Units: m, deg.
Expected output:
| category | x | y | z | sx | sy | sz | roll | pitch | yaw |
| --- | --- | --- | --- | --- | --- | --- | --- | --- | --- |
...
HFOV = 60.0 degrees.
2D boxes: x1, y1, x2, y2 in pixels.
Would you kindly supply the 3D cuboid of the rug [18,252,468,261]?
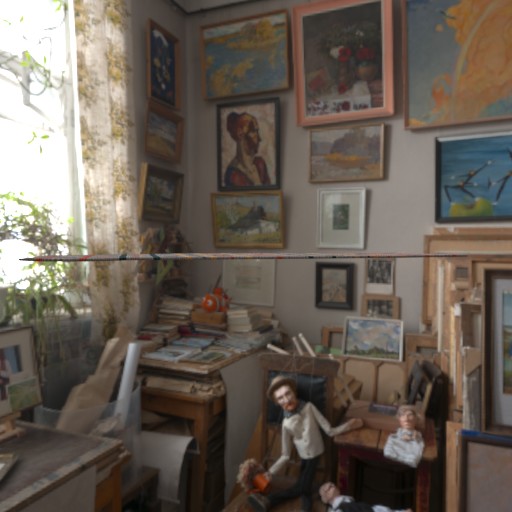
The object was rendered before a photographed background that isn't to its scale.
| category | x | y | z | sx | sy | sz | roll | pitch | yaw |
| --- | --- | --- | --- | --- | --- | --- | --- | --- | --- |
| rug | 0.000 | 0.000 | 2.655 | 2.419 | 0.022 | 0.744 | 0 | 1 | -16 |
